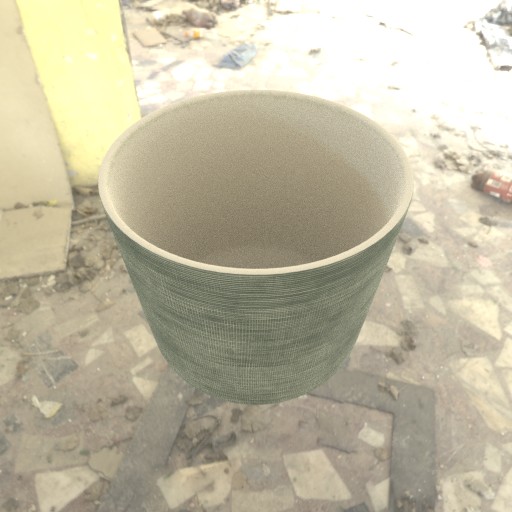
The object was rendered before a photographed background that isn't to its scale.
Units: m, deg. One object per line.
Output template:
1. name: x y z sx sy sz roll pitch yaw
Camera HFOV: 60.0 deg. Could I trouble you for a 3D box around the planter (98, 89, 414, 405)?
1. planter: 0.000 0.000 0.777 0.440 0.398 0.440 0 46 0
